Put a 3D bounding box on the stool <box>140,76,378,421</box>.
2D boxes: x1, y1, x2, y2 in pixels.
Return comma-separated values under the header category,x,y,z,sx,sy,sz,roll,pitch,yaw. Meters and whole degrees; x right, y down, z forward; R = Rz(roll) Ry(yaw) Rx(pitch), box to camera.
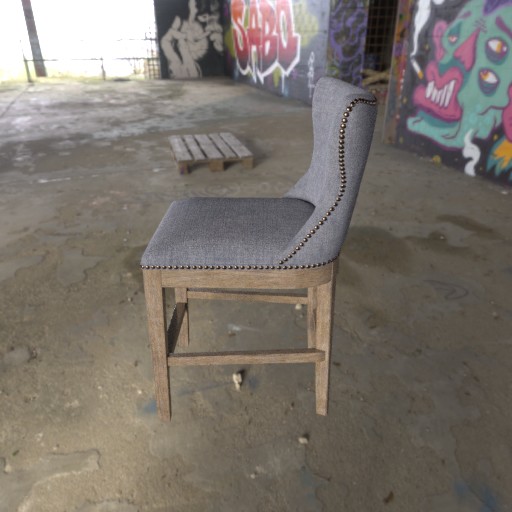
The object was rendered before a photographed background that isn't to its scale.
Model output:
category,x,y,z,sx,sy,sz,roll,pitch,yaw
stool,0.000,0.000,1.349,0.608,0.981,0.498,0,27,1
